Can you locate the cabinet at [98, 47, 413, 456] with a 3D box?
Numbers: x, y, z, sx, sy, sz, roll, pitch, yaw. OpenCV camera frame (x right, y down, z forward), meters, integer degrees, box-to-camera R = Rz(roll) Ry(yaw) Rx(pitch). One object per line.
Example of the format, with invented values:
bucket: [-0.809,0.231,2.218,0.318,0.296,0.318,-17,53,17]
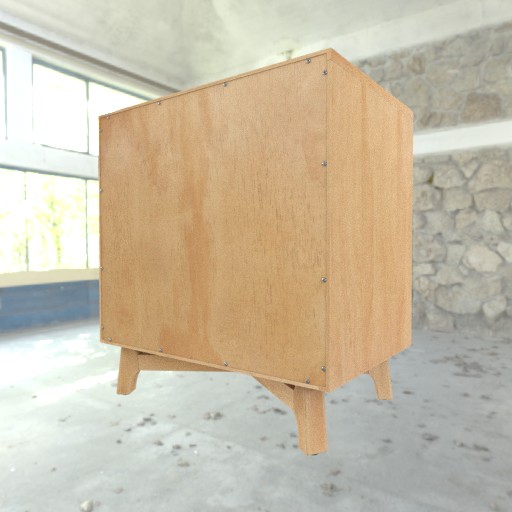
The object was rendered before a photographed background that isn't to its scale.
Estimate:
cabinet: [0.000,0.000,0.948,0.551,0.599,0.394,1,2,37]
